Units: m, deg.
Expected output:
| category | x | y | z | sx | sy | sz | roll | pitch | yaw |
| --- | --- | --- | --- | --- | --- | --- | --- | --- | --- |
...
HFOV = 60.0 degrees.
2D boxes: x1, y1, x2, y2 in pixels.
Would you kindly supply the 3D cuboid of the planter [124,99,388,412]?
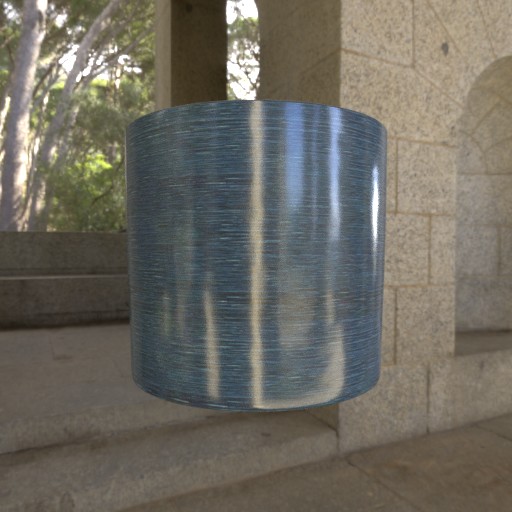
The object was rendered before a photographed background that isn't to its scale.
| category | x | y | z | sx | sy | sz | roll | pitch | yaw |
| --- | --- | --- | --- | --- | --- | --- | --- | --- | --- |
| planter | 0.000 | 0.000 | 0.391 | 0.221 | 0.201 | 0.221 | 0 | 1 | 0 |
